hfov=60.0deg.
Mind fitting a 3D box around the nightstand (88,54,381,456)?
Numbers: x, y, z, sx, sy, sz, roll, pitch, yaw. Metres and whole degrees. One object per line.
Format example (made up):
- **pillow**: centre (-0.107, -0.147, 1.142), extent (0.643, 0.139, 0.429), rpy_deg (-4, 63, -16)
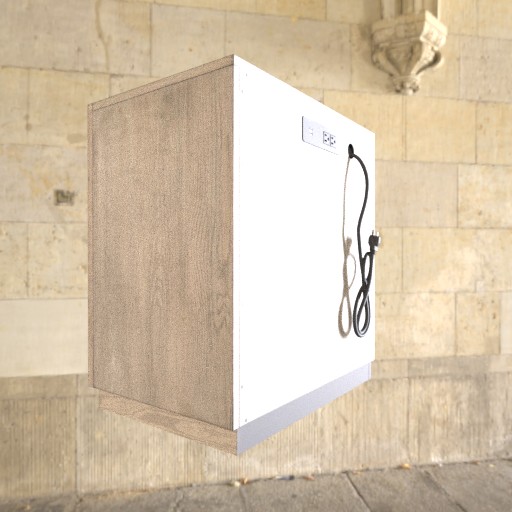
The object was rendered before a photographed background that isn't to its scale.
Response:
- **nightstand**: centre (0.000, 0.000, 1.087), extent (0.483, 0.673, 0.612), rpy_deg (0, 0, 37)
